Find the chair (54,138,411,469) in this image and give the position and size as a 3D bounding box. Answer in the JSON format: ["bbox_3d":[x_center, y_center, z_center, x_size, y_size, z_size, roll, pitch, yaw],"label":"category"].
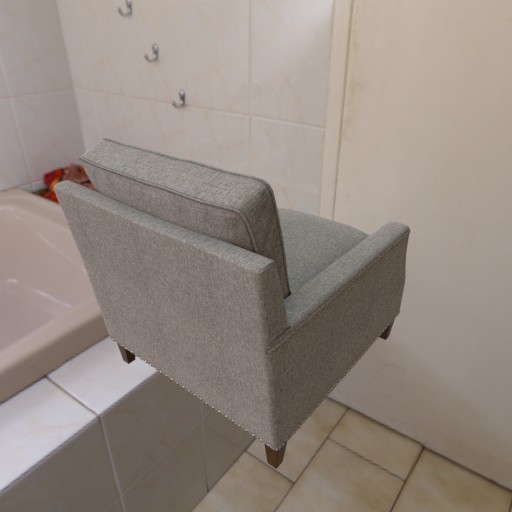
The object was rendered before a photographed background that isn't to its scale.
[{"bbox_3d":[0.000,0.000,1.672,0.853,0.943,1.014,22,36,33],"label":"chair"}]
